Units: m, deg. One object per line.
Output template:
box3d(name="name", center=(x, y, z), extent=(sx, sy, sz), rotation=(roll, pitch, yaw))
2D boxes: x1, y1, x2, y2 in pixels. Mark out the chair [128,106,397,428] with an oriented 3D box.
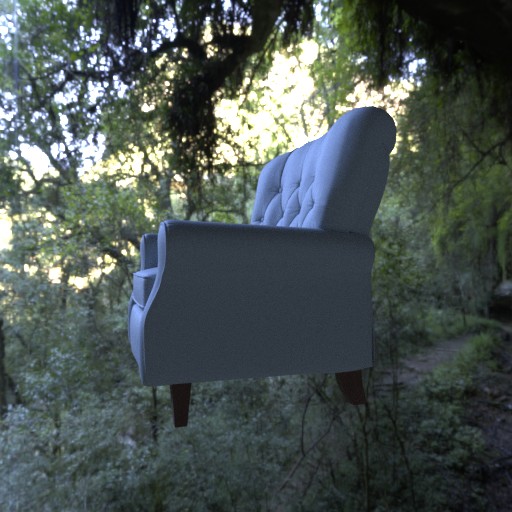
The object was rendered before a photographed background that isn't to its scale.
box3d(name="chair", center=(0.000, 0.000, 2.082), extent=(1.128, 1.217, 1.090), rotation=(0, -1, -19))
